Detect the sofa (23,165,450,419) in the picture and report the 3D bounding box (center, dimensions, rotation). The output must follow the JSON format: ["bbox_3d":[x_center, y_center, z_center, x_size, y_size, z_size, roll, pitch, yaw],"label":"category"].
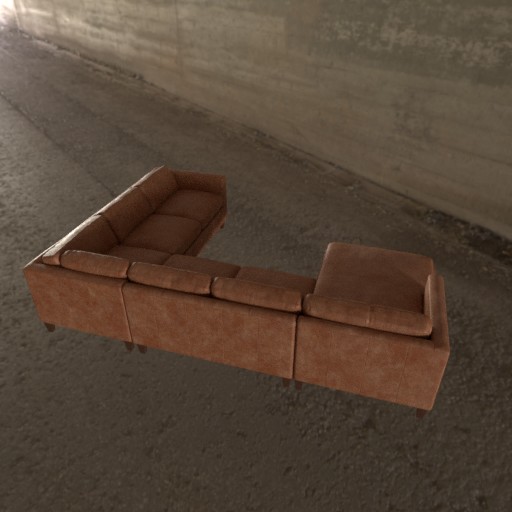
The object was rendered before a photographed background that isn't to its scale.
[{"bbox_3d":[0.000,0.000,4.454,3.401,0.832,2.430,9,34,14],"label":"sofa"}]
